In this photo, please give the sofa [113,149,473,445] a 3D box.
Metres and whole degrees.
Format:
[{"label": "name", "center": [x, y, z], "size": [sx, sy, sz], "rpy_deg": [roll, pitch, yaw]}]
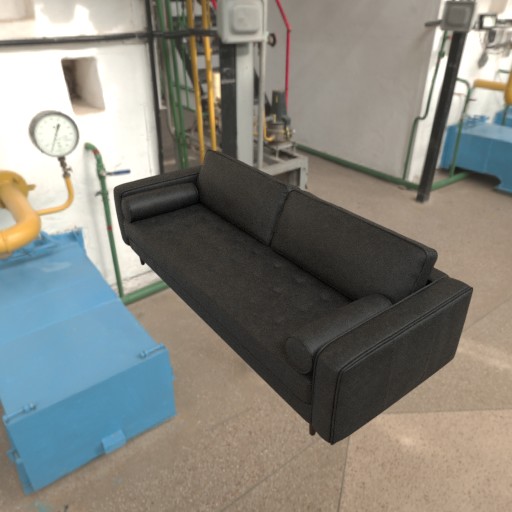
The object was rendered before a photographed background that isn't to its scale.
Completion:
[{"label": "sofa", "center": [0.000, 0.000, 2.637], "size": [0.914, 0.762, 2.210], "rpy_deg": [-21, 37, -31]}]
